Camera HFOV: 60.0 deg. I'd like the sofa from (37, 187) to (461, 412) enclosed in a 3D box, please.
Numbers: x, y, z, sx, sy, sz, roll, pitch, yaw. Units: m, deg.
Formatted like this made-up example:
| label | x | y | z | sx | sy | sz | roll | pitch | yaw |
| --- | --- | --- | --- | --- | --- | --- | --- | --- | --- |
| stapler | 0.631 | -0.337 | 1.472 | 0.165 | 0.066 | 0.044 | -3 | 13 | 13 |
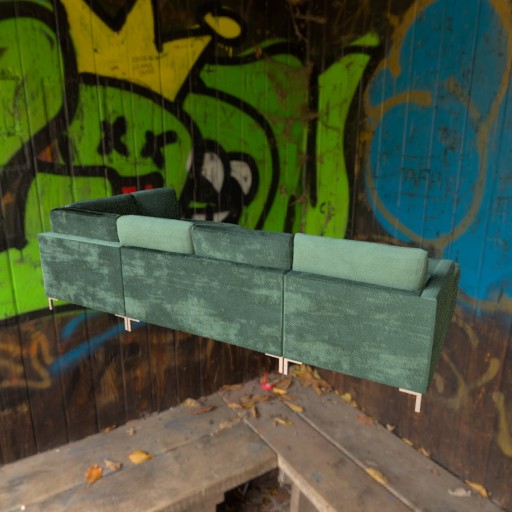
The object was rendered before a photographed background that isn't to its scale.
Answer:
| label | x | y | z | sx | sy | sz | roll | pitch | yaw |
| --- | --- | --- | --- | --- | --- | --- | --- | --- | --- |
| sofa | 0.000 | 0.000 | 4.128 | 3.434 | 0.992 | 2.055 | 8 | 17 | 28 |
